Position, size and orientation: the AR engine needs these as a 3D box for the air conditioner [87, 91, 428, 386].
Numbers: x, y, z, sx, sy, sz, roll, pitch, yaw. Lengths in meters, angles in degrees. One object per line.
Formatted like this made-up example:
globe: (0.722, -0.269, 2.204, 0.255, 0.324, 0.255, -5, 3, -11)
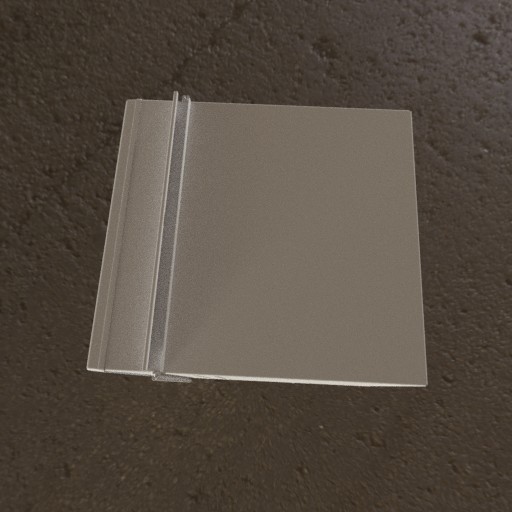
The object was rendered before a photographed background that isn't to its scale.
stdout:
air conditioner: (0.000, 0.000, 0.898, 0.546, 0.388, 0.503, 3, 74, 1)
